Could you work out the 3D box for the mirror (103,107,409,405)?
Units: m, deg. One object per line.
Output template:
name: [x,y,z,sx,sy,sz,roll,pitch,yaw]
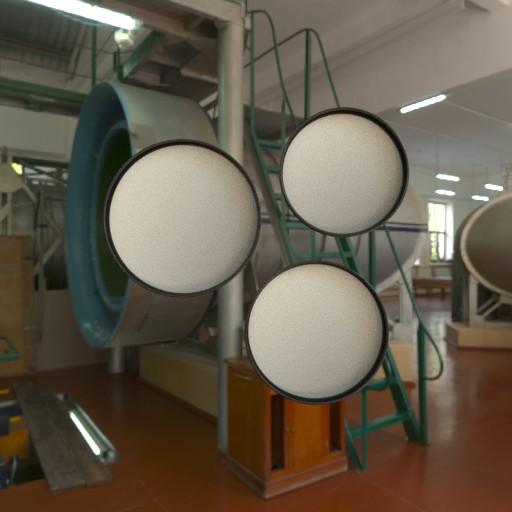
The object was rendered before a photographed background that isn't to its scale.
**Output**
mirror: [0.000,0.000,3.155,2.160,2.096,0.076,0,0,0]
